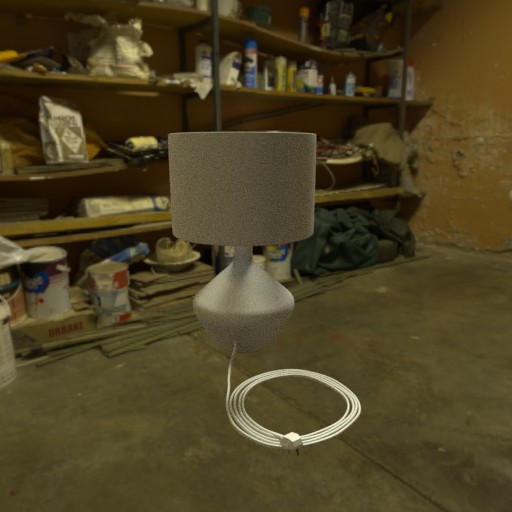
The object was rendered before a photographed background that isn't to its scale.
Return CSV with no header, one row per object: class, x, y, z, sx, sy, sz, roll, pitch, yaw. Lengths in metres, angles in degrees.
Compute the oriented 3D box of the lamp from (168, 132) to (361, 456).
lamp,0.000,0.000,0.851,0.401,0.457,0.546,2,14,9
